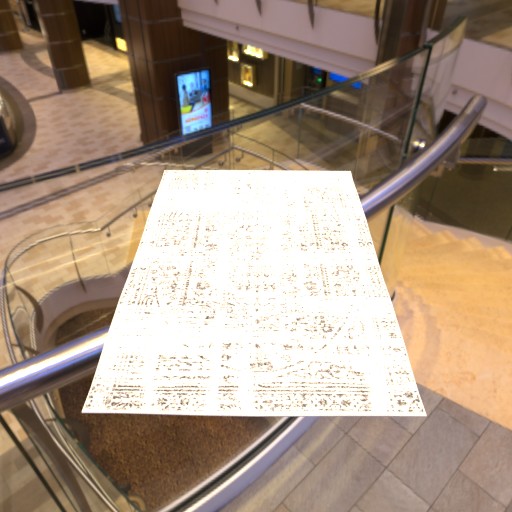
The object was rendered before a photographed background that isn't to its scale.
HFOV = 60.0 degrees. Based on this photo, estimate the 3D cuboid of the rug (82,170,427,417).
[{"bbox_3d":[0.000,0.000,3.103,1.706,0.026,2.438,0,40,0],"label":"rug"}]
